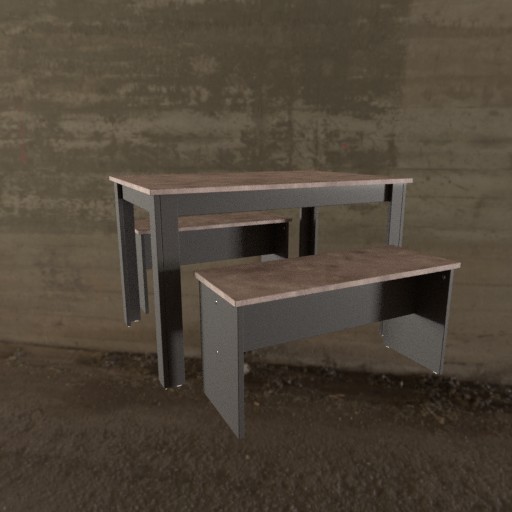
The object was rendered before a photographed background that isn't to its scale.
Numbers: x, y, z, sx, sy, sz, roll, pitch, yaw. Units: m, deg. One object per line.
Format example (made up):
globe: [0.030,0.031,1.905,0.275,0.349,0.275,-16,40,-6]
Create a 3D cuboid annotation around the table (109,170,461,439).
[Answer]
table: [0.000,0.000,1.995,1.100,0.700,1.443,-7,15,-26]
